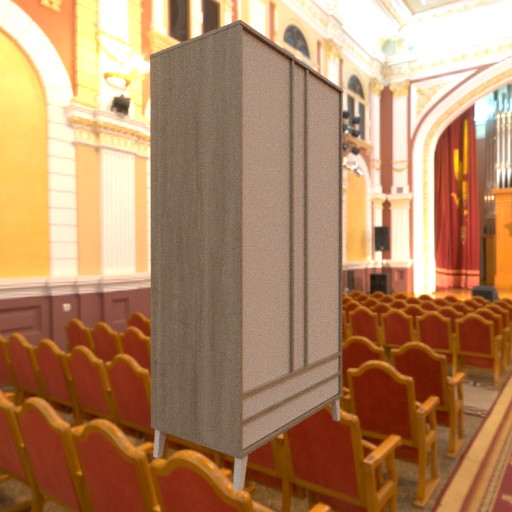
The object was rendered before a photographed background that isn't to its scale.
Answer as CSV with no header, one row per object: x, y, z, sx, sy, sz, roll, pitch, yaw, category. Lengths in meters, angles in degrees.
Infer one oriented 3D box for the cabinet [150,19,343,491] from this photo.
0.000,0.000,2.446,0.571,1.999,1.006,1,1,36,cabinet
